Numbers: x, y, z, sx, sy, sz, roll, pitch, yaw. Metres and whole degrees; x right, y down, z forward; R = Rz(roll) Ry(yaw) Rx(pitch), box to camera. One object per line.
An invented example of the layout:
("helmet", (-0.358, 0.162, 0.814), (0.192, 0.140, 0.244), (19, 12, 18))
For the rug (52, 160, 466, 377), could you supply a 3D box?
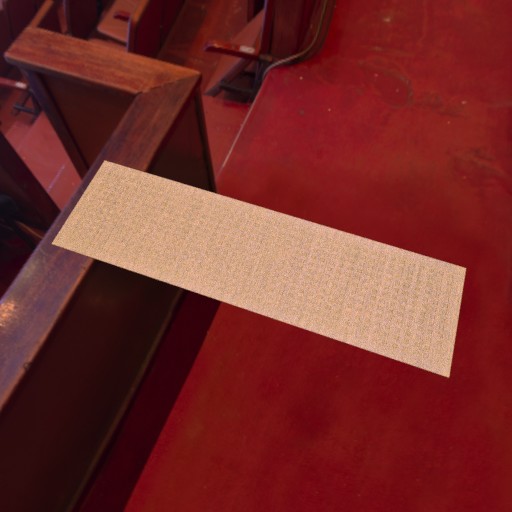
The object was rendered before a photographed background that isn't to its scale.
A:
("rug", (0.000, 0.000, 2.704), (2.437, 0.006, 0.686), (18, 65, 9))
